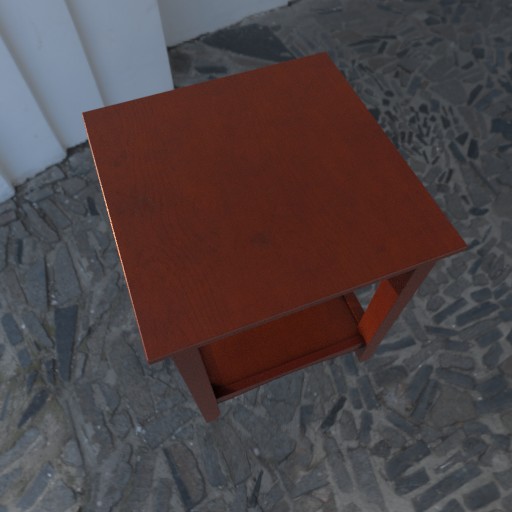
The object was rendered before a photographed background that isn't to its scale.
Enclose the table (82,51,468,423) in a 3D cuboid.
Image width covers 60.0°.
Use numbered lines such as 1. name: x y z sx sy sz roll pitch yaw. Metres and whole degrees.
1. table: 0.000 0.000 0.987 0.522 0.558 0.523 -16 61 -9
